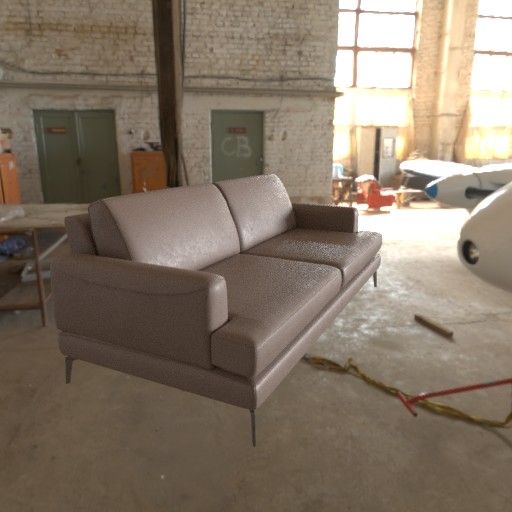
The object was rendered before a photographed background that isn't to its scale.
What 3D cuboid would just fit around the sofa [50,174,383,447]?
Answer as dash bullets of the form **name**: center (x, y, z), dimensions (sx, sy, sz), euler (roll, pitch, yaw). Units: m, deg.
- **sofa**: center (0.000, 0.000, 2.384), dimensions (0.974, 0.765, 1.940), euler (7, 16, 26)
